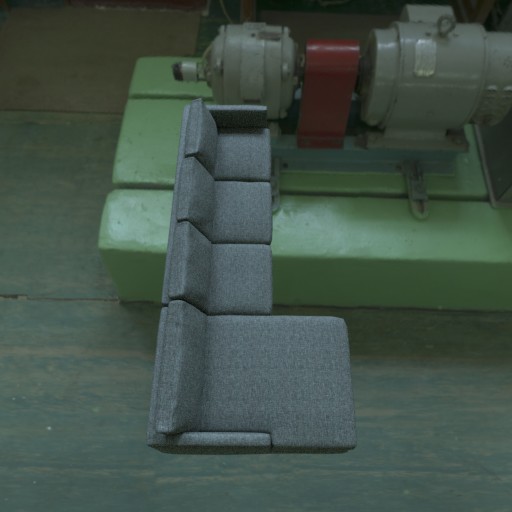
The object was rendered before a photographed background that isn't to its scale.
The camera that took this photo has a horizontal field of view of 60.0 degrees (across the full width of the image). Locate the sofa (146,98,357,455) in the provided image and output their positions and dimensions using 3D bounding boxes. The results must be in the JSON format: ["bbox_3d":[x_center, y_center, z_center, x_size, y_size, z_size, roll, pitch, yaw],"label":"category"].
[{"bbox_3d":[0.000,0.000,4.275,1.635,0.960,3.485,0,62,0],"label":"sofa"}]
